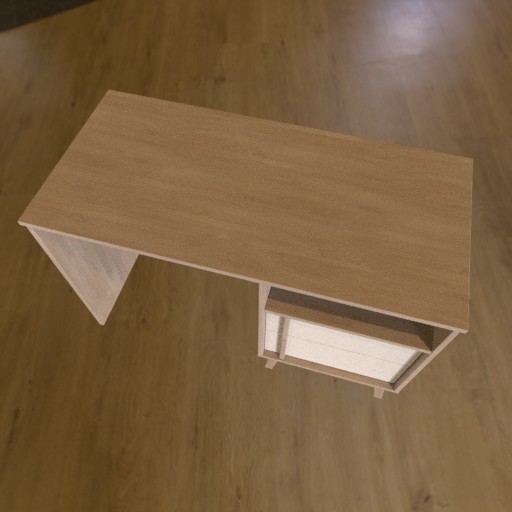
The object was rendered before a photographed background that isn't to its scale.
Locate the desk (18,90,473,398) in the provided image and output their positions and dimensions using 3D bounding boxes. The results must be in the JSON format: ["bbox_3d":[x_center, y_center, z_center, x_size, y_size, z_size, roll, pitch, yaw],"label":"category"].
[{"bbox_3d":[0.000,0.000,1.658,1.251,0.770,0.600,13,59,8],"label":"desk"}]
